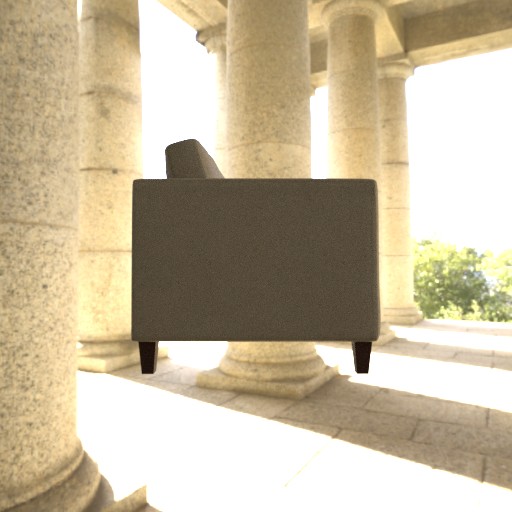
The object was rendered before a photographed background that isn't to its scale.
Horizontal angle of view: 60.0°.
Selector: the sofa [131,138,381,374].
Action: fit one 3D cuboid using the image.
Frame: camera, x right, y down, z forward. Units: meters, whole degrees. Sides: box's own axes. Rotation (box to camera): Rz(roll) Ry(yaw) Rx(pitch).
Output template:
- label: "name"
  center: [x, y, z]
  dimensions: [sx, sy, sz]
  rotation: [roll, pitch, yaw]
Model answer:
- label: "sofa"
  center: [0.000, 0.000, 2.697]
  dimensions: [0.948, 0.932, 2.181]
  rotation: [0, -1, 0]
